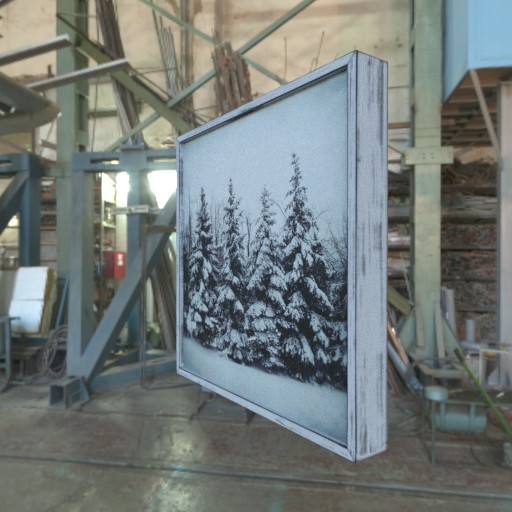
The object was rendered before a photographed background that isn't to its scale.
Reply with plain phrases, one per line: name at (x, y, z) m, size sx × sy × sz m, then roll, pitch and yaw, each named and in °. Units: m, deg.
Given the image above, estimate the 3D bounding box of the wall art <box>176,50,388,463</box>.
wall art at (0.000, 0.000, 0.459) m, size 0.036 × 0.303 × 0.303 m, roll 0°, pitch 0°, yaw -35°
